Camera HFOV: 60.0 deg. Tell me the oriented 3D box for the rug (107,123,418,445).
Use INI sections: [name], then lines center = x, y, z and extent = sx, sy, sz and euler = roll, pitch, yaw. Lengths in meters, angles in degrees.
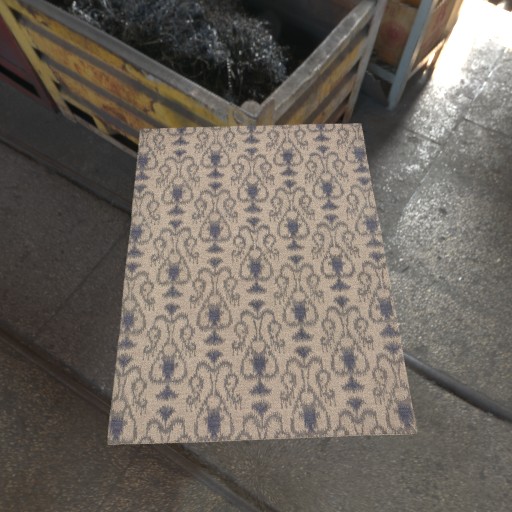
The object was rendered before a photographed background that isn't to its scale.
[rug]
center = 0.000, 0.000, 4.174
extent = 2.437, 0.015, 3.205
euler = -2, 64, -1
